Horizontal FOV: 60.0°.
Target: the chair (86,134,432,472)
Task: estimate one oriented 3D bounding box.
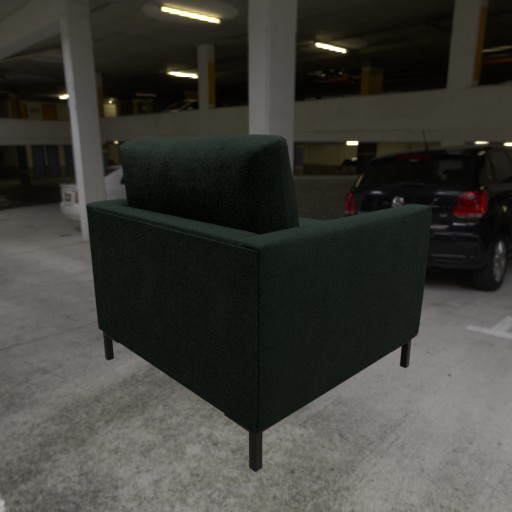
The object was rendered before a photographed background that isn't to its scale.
[{"bbox_3d":[0.000,0.000,1.644,0.866,0.861,0.963,-14,20,-42],"label":"chair"}]
